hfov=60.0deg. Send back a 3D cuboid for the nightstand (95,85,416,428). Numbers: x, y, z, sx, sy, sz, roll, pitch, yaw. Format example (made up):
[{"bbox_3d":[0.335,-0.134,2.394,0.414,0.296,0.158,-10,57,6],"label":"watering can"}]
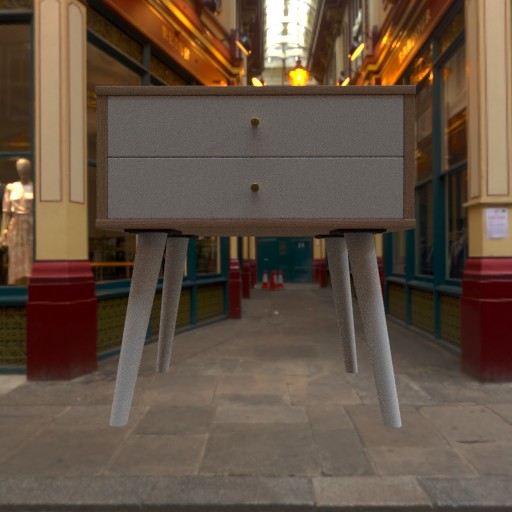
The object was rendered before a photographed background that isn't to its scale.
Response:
[{"bbox_3d":[0.000,0.000,0.980,0.571,0.610,0.407,0,0,1],"label":"nightstand"}]
